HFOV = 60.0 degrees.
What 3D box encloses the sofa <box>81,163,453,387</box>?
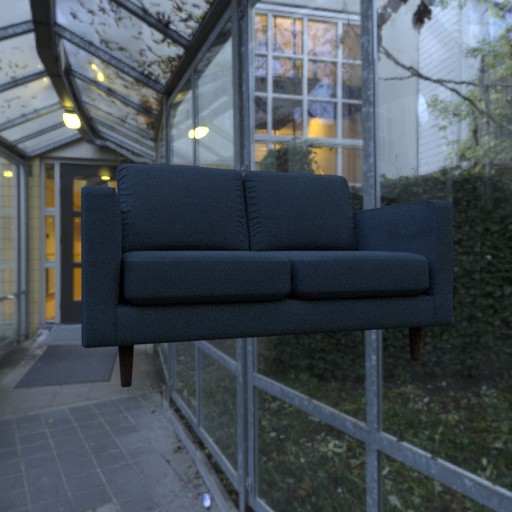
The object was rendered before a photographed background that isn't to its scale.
[{"bbox_3d":[0.000,0.000,2.135,1.518,0.930,0.999,0,1,-18],"label":"sofa"}]
